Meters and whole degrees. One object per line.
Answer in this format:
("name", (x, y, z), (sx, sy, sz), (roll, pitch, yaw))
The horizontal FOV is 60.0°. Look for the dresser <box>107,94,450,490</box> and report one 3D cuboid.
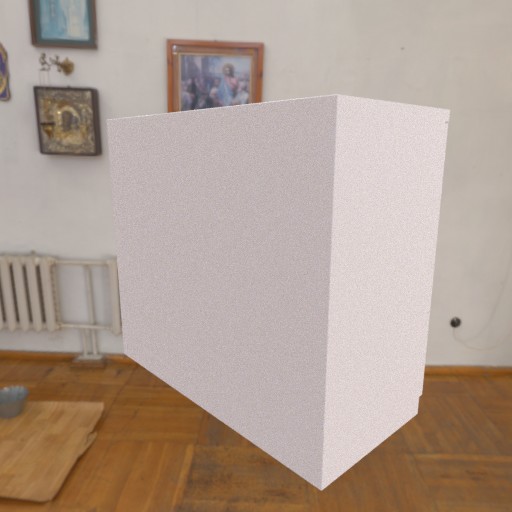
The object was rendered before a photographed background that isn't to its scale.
("dresser", (0.000, 0.000, 1.222), (0.420, 0.740, 0.830), (-12, 18, -41))
